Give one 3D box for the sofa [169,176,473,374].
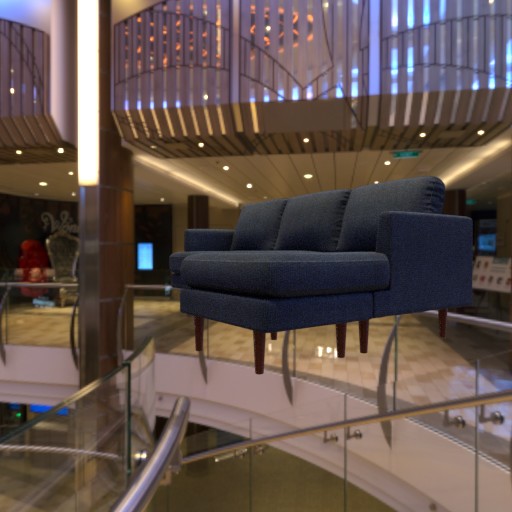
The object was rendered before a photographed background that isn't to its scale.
[{"bbox_3d":[0.000,0.000,3.027,1.504,0.956,2.233,0,1,-36],"label":"sofa"}]
